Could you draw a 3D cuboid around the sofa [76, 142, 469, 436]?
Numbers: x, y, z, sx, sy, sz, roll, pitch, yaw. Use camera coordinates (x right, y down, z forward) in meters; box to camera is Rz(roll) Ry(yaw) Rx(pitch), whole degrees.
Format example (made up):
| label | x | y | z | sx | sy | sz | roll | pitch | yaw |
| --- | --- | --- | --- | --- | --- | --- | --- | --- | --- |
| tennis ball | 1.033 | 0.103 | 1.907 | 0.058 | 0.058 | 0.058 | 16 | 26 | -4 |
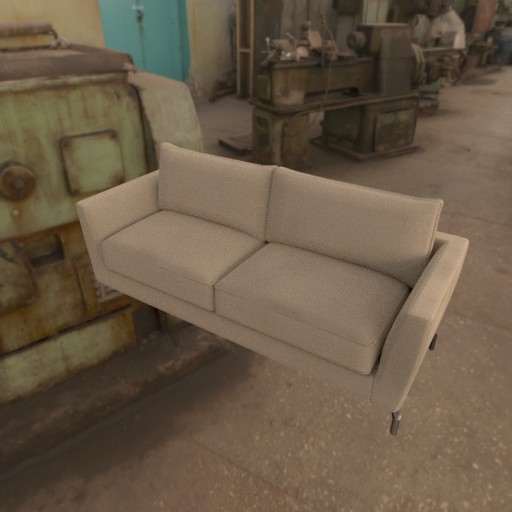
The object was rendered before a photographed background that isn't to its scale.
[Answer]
| label | x | y | z | sx | sy | sz | roll | pitch | yaw |
| --- | --- | --- | --- | --- | --- | --- | --- | --- | --- |
| sofa | 0.000 | 0.000 | 2.717 | 2.214 | 1.005 | 0.868 | 18 | 35 | 28 |
